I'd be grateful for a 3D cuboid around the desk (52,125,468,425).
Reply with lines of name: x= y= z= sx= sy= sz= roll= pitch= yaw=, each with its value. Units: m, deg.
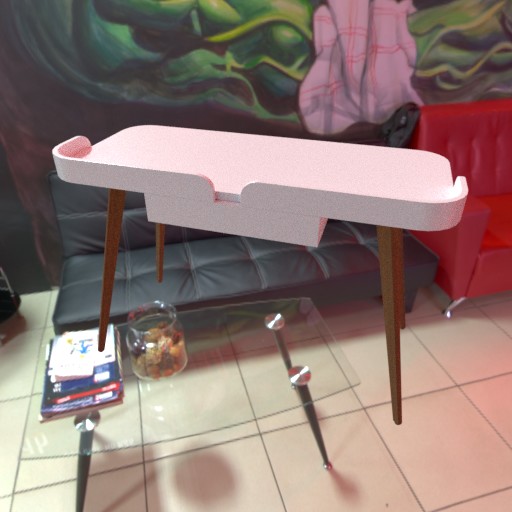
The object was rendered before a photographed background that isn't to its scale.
desk: x=0.000 y=0.000 z=1.598 sx=1.206 sy=0.807 sz=0.534 roll=9 pitch=34 yaw=14
